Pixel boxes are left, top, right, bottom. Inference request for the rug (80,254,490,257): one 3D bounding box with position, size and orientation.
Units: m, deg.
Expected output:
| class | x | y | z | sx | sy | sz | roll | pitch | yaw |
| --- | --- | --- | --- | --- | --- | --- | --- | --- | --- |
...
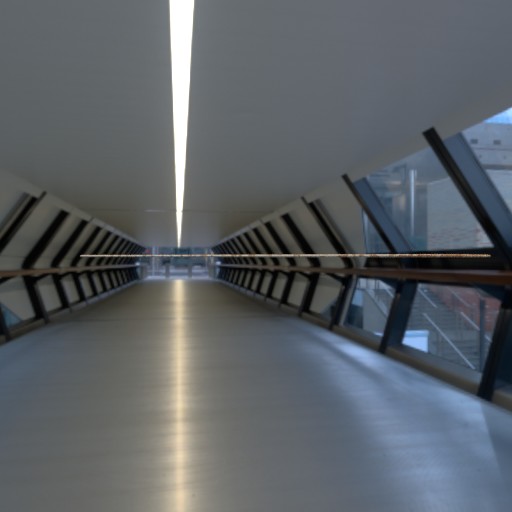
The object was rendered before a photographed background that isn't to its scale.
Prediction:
| class | x | y | z | sx | sy | sz | roll | pitch | yaw |
| --- | --- | --- | --- | --- | --- | --- | --- | --- | --- |
| rug | 0.000 | 0.000 | 2.677 | 2.435 | 0.011 | 0.750 | 0 | 0 | 35 |
